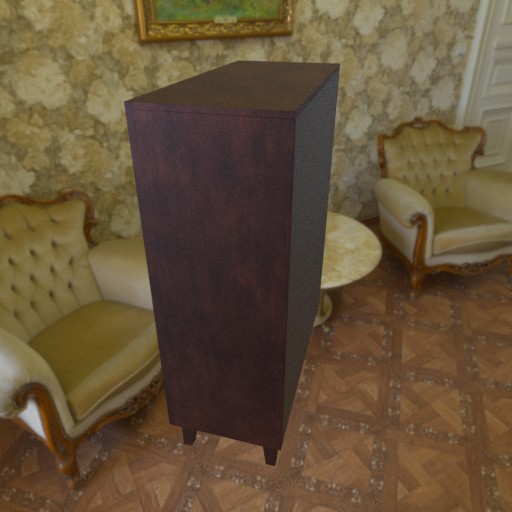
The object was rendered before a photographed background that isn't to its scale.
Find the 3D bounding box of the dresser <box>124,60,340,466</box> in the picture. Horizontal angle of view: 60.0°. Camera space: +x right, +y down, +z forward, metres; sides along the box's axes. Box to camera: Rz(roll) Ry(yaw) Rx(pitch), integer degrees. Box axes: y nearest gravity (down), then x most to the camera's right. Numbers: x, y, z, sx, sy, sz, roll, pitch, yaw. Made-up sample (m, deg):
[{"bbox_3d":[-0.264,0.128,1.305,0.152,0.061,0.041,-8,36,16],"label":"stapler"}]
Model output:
[{"bbox_3d":[0.000,0.000,2.011,0.506,1.514,1.072,8,31,13],"label":"dresser"}]
